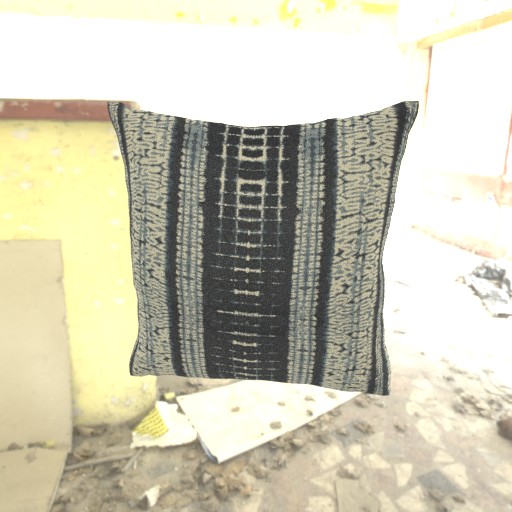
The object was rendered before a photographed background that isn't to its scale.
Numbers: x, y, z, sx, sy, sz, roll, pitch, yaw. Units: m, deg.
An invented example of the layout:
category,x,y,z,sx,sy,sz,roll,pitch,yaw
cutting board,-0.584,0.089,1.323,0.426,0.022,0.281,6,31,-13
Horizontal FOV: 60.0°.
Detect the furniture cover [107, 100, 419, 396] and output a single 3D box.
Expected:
category,x,y,z,sx,sy,sz,roll,pitch,yaw
furniture cover,0.000,0.000,0.656,0.425,0.435,0.133,2,16,7
